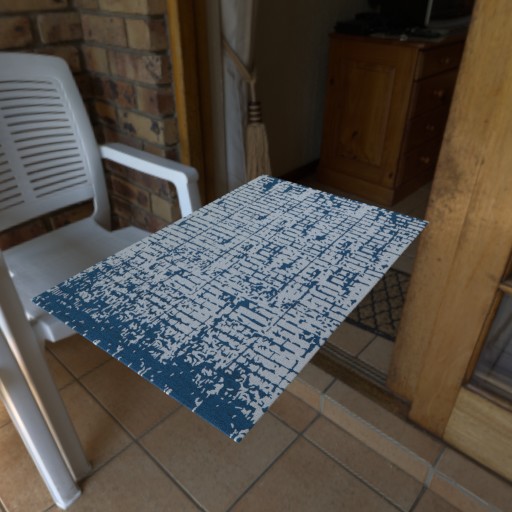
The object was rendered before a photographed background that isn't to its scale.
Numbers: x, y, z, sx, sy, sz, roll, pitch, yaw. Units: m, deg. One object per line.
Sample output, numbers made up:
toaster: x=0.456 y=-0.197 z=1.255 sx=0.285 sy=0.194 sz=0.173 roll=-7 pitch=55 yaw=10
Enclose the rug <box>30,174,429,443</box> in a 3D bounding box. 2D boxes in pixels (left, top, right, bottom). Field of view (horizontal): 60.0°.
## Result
rug: x=0.000 y=0.000 z=2.339 sx=1.220 sy=0.007 sz=1.828 roll=22 pitch=39 yaw=30
